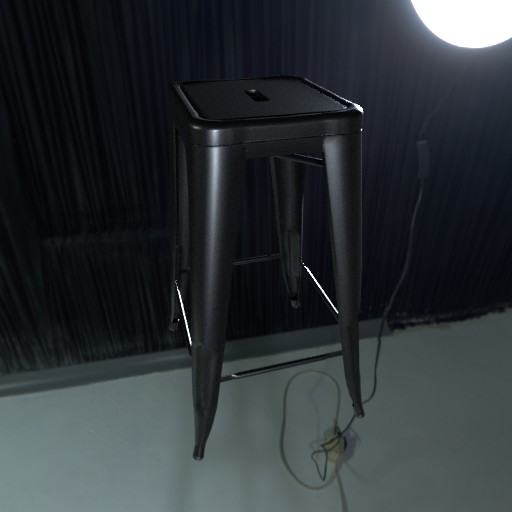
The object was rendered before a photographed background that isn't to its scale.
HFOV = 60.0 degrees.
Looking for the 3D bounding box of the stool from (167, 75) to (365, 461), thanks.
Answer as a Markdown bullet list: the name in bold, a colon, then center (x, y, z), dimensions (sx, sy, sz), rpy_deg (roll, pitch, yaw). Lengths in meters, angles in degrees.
- **stool**: center (0.000, 0.000, 0.866), dimensions (0.359, 0.609, 0.399), rpy_deg (-9, 34, -14)
